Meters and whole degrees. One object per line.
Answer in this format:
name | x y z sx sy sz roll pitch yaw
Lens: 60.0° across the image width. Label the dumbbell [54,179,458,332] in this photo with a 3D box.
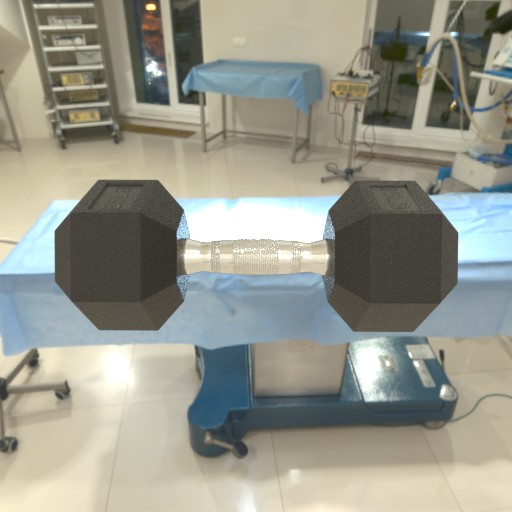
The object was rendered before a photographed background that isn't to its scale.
dumbbell | 0.000 0.000 0.380 0.315 0.113 0.129 0 31 0
